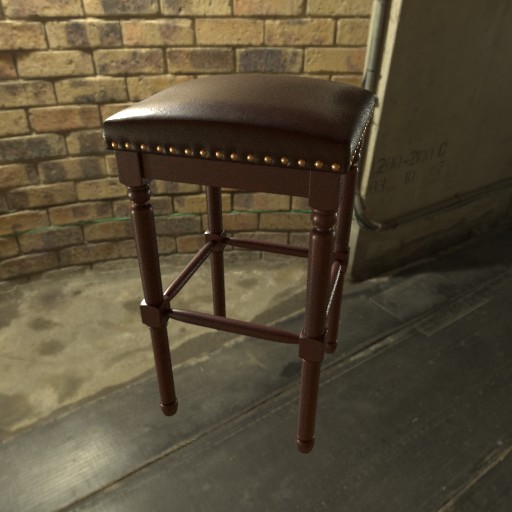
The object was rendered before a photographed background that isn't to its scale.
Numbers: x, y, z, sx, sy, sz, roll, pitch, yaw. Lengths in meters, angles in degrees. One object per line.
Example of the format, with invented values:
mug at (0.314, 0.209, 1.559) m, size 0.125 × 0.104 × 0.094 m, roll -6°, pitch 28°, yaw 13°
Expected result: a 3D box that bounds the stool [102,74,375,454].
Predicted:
stool at (0.000, 0.000, 0.930) m, size 0.383 × 0.702 × 0.382 m, roll 9°, pitch 31°, yaw 15°
